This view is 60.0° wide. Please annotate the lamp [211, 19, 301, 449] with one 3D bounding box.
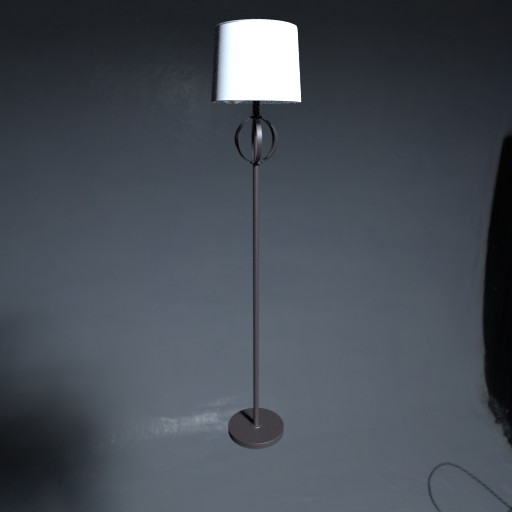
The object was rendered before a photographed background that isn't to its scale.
[{"bbox_3d":[0.000,0.000,1.576,0.286,1.462,0.286,-3,17,-8],"label":"lamp"}]
